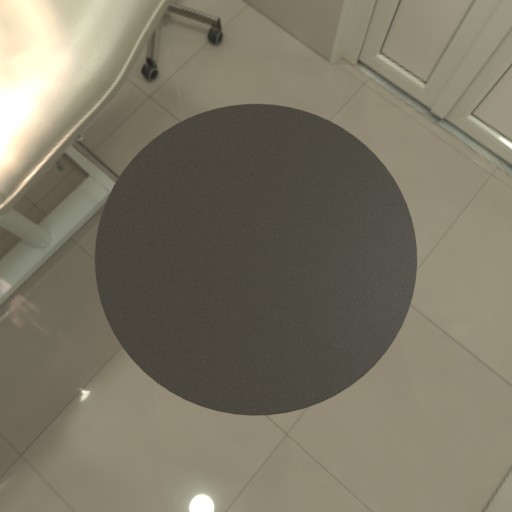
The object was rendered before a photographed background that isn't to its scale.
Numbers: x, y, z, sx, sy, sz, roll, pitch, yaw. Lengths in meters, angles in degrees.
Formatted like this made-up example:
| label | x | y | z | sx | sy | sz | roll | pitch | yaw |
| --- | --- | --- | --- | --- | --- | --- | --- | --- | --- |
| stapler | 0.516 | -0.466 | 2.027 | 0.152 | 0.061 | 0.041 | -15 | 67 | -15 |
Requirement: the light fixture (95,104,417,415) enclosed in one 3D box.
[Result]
| label | x | y | z | sx | sy | sz | roll | pitch | yaw |
| --- | --- | --- | --- | --- | --- | --- | --- | --- | --- |
| light fixture | 0.000 | 0.000 | 0.553 | 0.368 | 0.100 | 0.368 | 0 | 75 | 0 |
